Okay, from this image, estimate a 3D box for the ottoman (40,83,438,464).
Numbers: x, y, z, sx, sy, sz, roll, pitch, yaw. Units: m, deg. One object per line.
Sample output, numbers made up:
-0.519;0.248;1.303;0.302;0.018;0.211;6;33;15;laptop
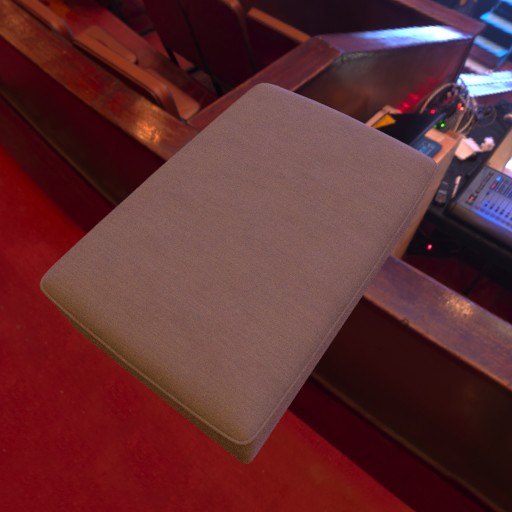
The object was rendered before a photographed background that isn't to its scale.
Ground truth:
0.000;0.000;1.293;0.636;0.480;0.941;32;63;18;ottoman
